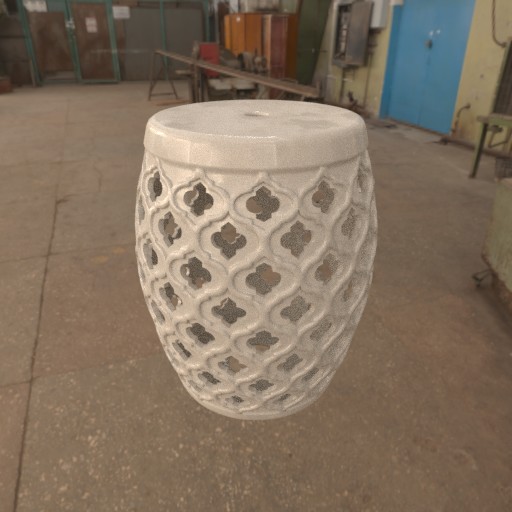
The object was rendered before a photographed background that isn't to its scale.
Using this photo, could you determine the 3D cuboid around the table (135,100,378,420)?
[{"bbox_3d":[0.000,0.000,0.628,0.325,0.388,0.325,0,27,0],"label":"table"}]
